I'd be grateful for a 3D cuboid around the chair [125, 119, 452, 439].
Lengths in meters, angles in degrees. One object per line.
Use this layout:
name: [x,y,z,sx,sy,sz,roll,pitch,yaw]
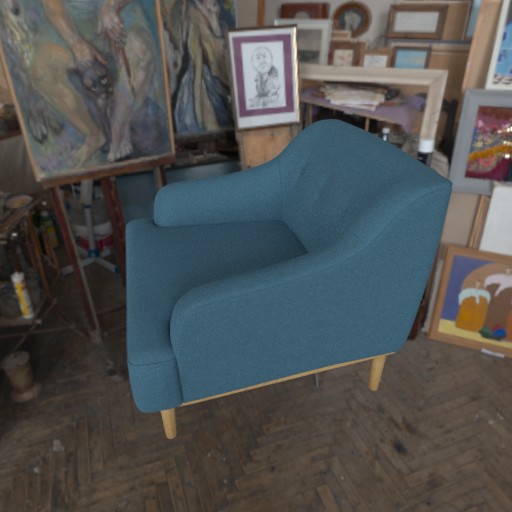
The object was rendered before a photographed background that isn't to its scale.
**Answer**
chair: [0.000,0.000,1.645,0.951,0.818,0.946,-7,31,-13]
